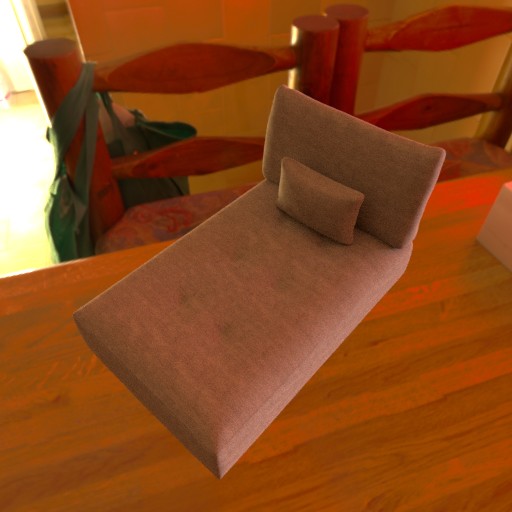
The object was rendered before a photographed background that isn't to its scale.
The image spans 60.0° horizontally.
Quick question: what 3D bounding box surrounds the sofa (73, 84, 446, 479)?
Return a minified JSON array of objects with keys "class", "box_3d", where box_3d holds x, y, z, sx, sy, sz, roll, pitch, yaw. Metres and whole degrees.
[{"class":"sofa","box_3d":[0.000,0.000,1.987,0.930,0.820,1.450,33,55,27]}]
